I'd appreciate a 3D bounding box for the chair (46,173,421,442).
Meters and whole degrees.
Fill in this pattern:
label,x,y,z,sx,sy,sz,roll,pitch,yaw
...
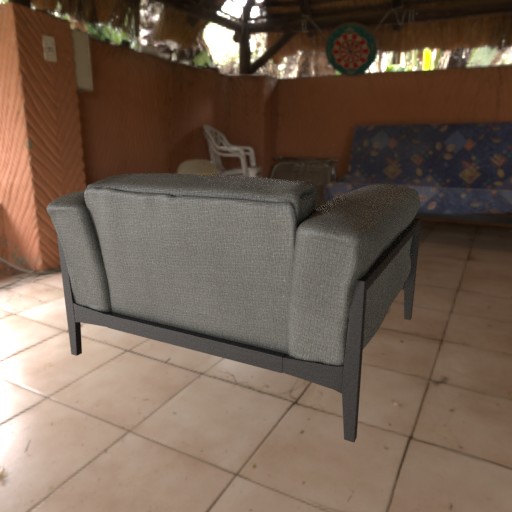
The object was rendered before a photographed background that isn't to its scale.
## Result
label,x,y,z,sx,sy,sz,roll,pitch,yaw
chair,0.000,0.000,1.659,1.056,0.646,0.969,8,17,26
